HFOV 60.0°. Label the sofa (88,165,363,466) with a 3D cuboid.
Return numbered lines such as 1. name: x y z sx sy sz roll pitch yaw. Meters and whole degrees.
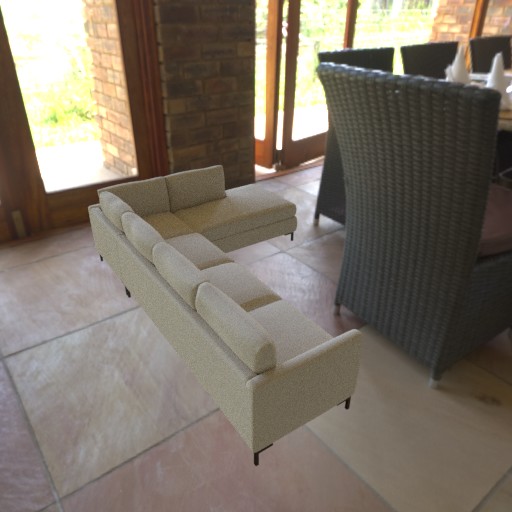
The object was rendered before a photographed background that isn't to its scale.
1. sofa: 0.000 0.000 3.852 2.007 0.815 2.949 -18 34 -29
